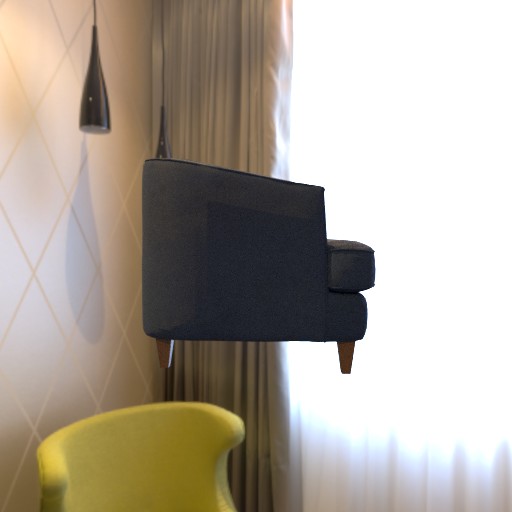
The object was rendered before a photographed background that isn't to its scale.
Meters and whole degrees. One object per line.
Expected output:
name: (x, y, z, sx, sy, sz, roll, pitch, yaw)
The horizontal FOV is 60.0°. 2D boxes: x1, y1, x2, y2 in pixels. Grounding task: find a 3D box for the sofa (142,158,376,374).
sofa: (0.000, 0.000, 2.733, 0.941, 0.855, 2.278, 0, 1, 1)
